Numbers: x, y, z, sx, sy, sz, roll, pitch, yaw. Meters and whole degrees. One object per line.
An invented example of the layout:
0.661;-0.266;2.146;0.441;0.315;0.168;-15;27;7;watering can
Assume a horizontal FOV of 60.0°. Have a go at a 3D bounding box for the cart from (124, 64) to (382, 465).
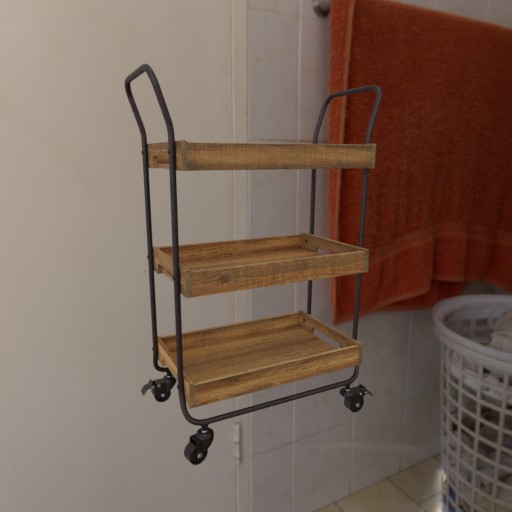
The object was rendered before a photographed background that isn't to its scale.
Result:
0.000;0.000;1.154;0.583;0.857;0.339;-6;14;-26;cart
